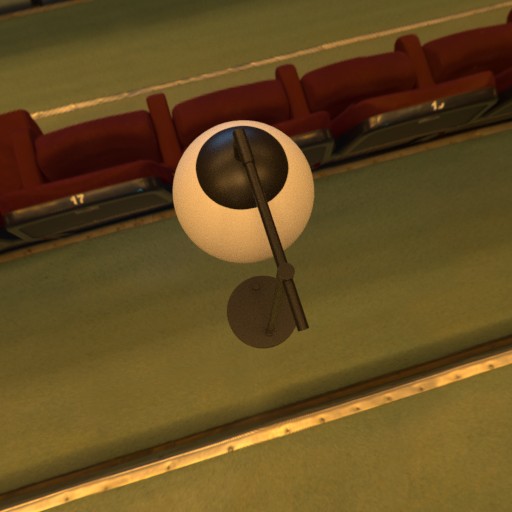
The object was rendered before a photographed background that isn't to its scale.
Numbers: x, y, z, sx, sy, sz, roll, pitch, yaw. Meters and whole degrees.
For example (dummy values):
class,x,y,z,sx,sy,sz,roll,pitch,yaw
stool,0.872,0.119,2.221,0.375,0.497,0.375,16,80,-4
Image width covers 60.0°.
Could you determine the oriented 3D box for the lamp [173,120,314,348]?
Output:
class,x,y,z,sx,sy,sz,roll,pitch,yaw
lamp,0.000,0.000,0.724,0.197,0.559,0.316,-16,74,-5
